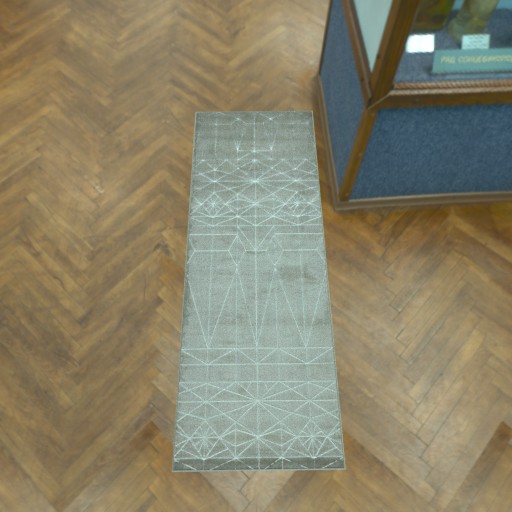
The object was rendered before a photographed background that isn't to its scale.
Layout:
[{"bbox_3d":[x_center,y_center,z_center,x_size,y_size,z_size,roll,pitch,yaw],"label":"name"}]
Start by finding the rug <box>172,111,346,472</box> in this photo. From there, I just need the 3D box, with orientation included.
[{"bbox_3d":[0.000,0.000,2.739,0.864,0.012,2.388,-1,63,0],"label":"rug"}]
